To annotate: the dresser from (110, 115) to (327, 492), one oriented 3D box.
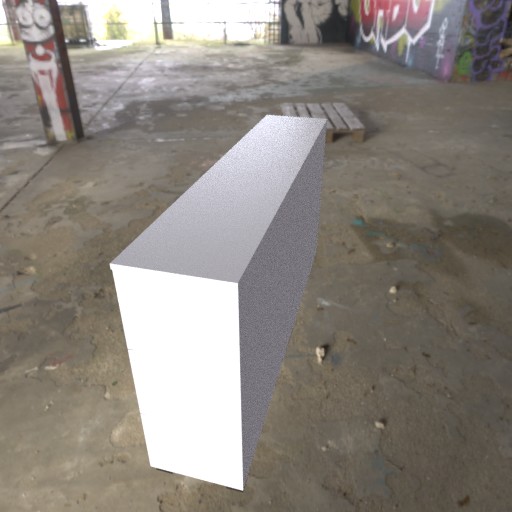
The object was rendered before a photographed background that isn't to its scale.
[{"bbox_3d":[0.000,0.000,1.850,0.333,0.790,1.535,8,32,13],"label":"dresser"}]
